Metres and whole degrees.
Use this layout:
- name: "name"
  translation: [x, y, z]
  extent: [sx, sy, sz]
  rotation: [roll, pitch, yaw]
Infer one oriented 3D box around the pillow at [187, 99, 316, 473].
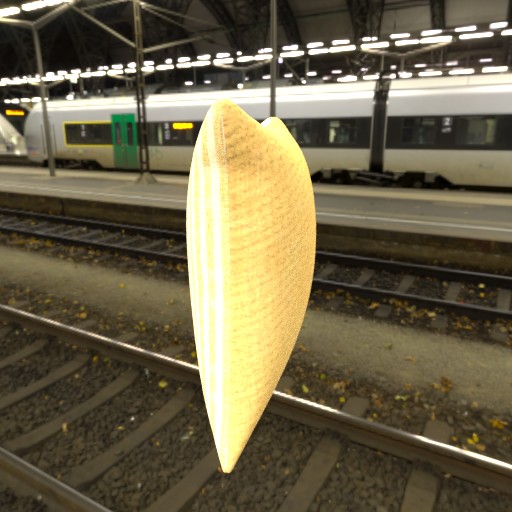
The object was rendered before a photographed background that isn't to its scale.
- name: "pillow"
  translation: [0.000, 0.000, 0.653]
  extent: [0.173, 0.407, 0.419]
  rotation: [2, 15, 9]
